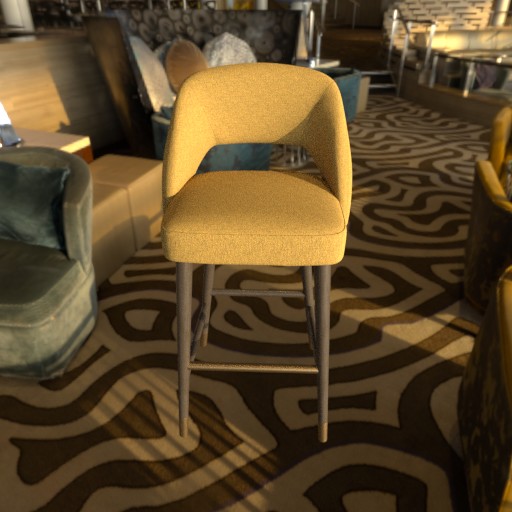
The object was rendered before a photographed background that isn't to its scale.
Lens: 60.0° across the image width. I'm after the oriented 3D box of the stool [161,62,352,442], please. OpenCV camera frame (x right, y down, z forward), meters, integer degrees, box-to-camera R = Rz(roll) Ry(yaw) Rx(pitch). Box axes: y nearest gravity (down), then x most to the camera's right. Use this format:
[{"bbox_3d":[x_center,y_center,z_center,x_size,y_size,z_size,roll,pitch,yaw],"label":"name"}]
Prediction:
[{"bbox_3d":[0.000,0.000,1.351,0.536,1.032,0.522,1,30,2],"label":"stool"}]
